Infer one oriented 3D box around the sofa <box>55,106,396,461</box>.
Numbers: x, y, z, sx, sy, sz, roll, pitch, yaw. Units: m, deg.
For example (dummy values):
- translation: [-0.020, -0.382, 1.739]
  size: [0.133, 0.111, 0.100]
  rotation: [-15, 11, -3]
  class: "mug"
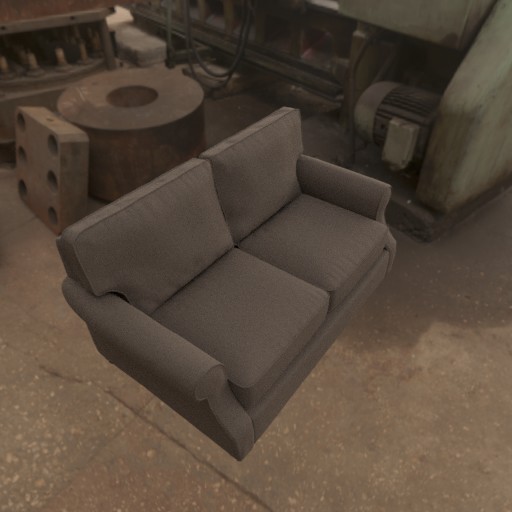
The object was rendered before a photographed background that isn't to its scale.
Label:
- translation: [0.000, 0.000, 2.237]
  size: [0.964, 0.937, 1.665]
  rotation: [26, 47, 27]
  class: "sofa"
